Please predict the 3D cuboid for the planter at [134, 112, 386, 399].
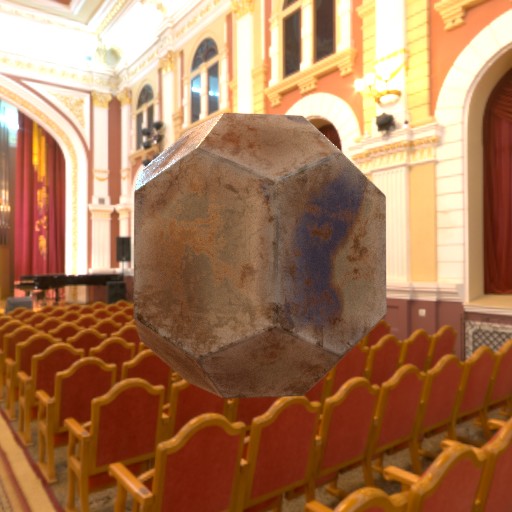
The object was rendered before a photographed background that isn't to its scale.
[{"bbox_3d":[0.000,0.000,0.428,0.243,0.238,0.221,1,-1,-36],"label":"planter"}]
